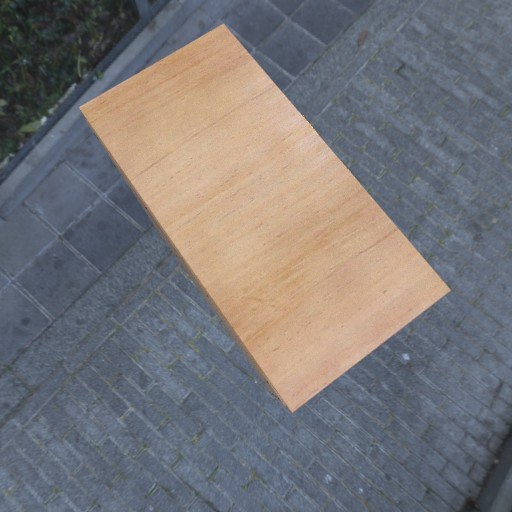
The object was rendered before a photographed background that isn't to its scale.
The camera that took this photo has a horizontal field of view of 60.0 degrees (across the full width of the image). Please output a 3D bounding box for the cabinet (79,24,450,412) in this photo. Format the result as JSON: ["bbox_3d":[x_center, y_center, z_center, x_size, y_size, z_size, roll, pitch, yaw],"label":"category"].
[{"bbox_3d":[0.000,0.000,1.422,0.419,1.001,0.800,-35,77,-9],"label":"cabinet"}]
